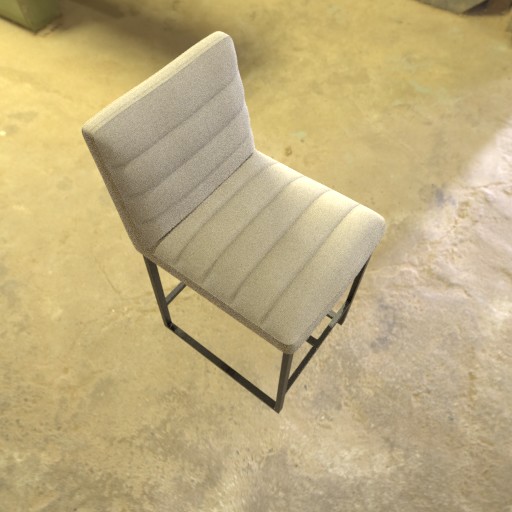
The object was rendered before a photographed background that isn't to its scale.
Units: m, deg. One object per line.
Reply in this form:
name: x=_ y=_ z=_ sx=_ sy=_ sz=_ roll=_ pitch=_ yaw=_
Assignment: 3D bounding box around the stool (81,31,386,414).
stool: x=0.000 y=0.000 z=1.283 sx=0.567 sy=0.971 sz=0.459 roll=33 pitch=63 yaw=19
